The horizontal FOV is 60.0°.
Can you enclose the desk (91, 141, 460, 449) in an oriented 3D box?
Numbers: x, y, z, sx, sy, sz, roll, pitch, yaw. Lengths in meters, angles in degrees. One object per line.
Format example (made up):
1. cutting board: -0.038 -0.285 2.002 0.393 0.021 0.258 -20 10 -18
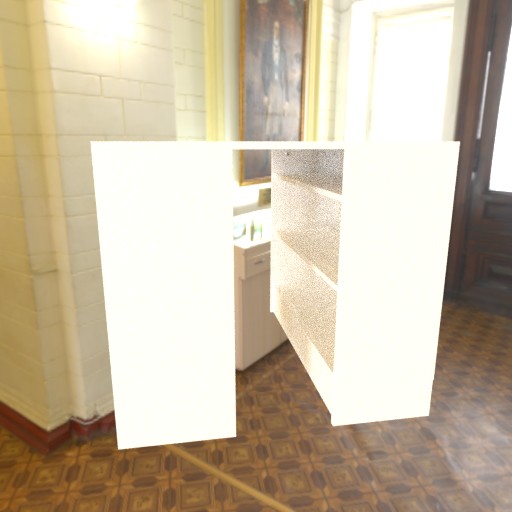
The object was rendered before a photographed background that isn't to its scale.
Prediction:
1. desk: 0.000 0.000 1.637 0.926 0.818 0.940 -2 15 -9
